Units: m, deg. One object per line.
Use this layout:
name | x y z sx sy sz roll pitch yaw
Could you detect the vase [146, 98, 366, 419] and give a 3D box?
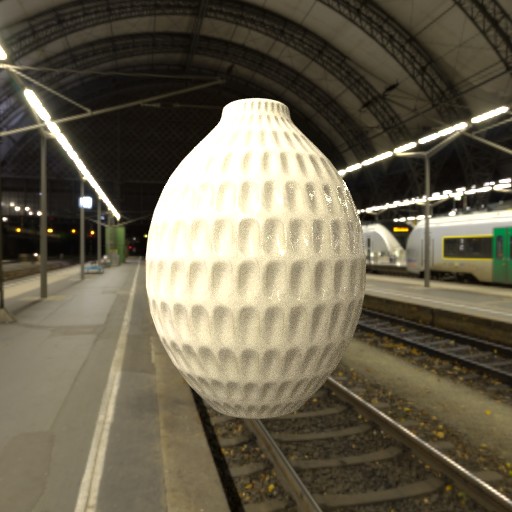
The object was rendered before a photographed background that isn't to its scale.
vase | 0.000 0.000 0.335 0.162 0.223 0.162 0 1 0
